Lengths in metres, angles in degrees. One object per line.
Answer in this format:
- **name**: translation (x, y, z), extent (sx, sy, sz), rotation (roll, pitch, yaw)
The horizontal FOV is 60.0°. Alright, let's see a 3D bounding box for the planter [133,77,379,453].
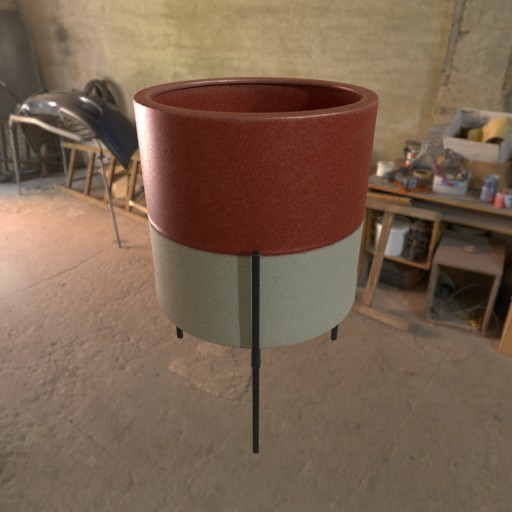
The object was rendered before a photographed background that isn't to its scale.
- **planter**: translation (0.000, 0.000, 0.507), extent (0.235, 0.354, 0.251), rotation (0, 29, 1)
